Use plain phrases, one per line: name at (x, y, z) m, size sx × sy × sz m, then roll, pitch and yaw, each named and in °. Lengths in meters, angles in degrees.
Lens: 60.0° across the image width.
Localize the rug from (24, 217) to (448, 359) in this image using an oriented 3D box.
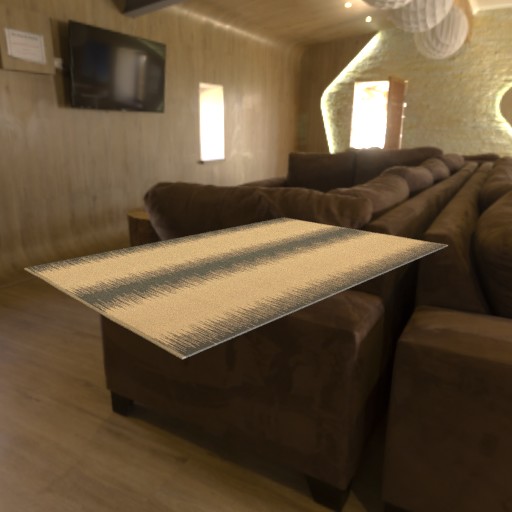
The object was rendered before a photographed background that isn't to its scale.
rug at (0.000, 0.000, 2.288) m, size 1.234 × 0.006 × 1.854 m, roll 15°, pitch 21°, yaw 43°
